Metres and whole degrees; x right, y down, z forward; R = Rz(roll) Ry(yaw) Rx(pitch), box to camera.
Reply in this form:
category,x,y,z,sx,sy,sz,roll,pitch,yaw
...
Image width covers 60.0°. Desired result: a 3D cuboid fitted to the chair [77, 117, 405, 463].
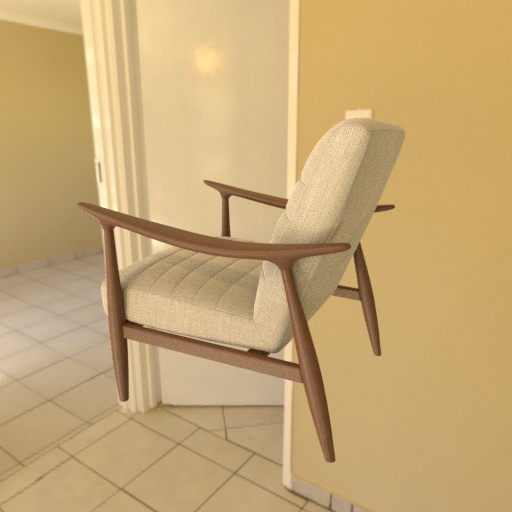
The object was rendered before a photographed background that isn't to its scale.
category,x,y,z,sx,sy,sz,roll,pitch,yaw
chair,0.000,0.000,1.424,0.798,0.832,0.741,7,17,25
